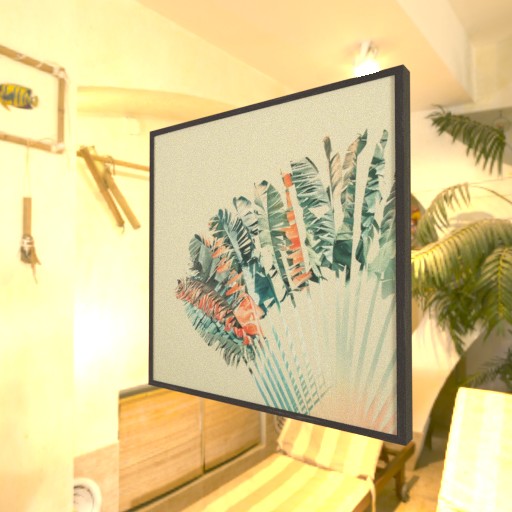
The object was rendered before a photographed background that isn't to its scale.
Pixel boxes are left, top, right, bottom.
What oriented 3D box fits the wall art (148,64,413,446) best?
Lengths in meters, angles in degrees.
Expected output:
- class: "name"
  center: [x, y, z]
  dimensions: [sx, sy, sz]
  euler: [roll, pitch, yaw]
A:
- class: "wall art"
  center: [0.000, 0.000, 1.122]
  dimensions: [0.762, 0.758, 0.043]
  euler: [-1, -1, 36]
